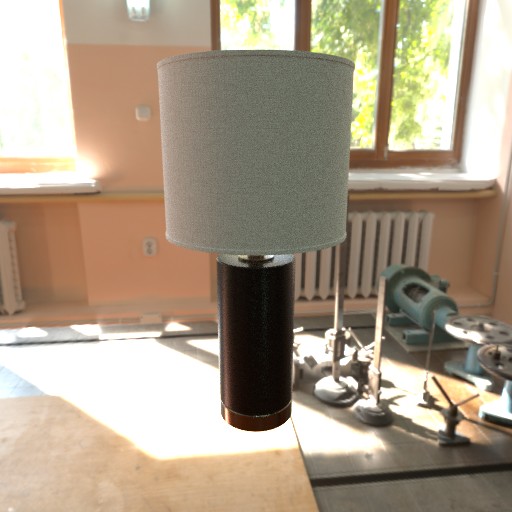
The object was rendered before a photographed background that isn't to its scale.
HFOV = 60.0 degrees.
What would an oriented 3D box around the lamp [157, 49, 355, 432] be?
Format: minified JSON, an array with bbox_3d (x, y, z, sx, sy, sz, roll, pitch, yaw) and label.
[{"bbox_3d":[0.000,0.000,0.611,0.241,0.482,0.240,8,17,27],"label":"lamp"}]
